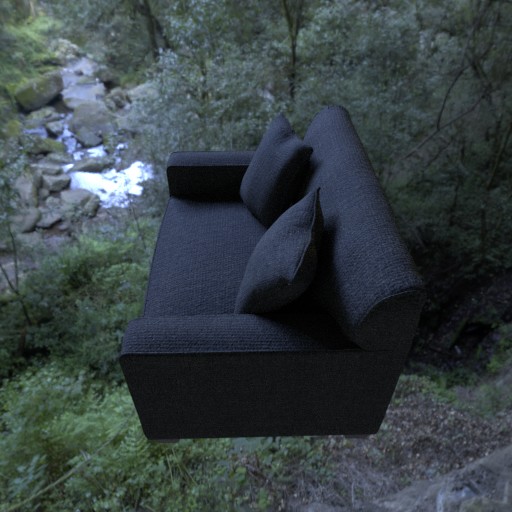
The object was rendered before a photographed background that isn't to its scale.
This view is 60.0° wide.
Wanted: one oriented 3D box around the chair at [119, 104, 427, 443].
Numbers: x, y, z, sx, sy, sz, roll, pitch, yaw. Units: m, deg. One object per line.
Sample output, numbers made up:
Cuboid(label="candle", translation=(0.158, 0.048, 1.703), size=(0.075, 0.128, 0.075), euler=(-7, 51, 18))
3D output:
Cuboid(label="chair", translation=(0.000, 0.000, 2.054), size=(1.000, 0.948, 1.383), euler=(-1, 41, -1))
